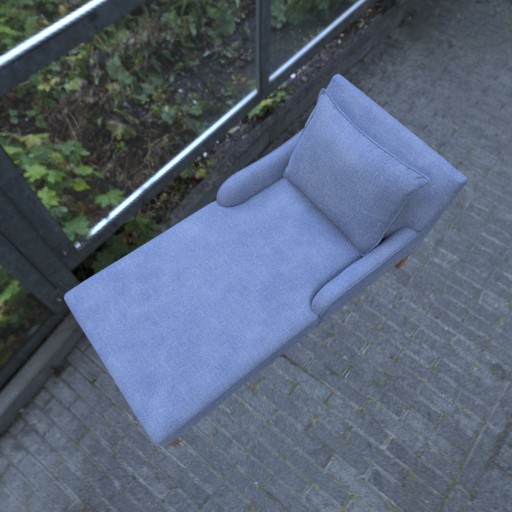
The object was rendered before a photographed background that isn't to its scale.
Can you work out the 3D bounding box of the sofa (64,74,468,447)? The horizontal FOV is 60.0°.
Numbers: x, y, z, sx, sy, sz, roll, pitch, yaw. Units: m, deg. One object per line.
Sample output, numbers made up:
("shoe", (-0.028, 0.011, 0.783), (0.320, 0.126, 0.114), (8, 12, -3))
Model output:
("sofa", (0.000, 0.000, 2.254), (1.779, 0.883, 0.904), (-35, 68, -16))
